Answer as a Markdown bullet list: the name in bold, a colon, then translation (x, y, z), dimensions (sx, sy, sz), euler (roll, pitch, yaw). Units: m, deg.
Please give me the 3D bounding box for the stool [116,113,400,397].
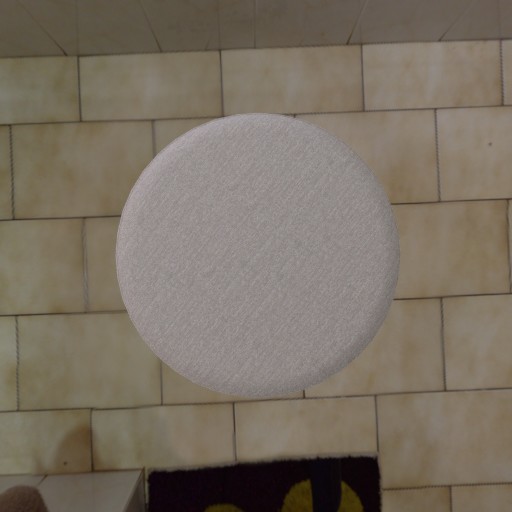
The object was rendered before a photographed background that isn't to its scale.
- **stool**: translation (0.000, 0.000, 0.968), dimensions (0.443, 0.672, 0.443), euler (0, 90, -1)
